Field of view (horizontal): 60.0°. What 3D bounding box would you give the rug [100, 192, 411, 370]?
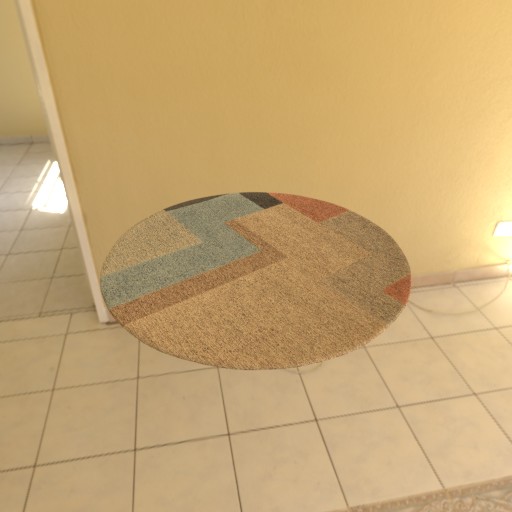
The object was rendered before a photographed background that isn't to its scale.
[{"bbox_3d":[0.000,0.000,3.643,2.461,0.033,2.461,0,33,0],"label":"rug"}]
